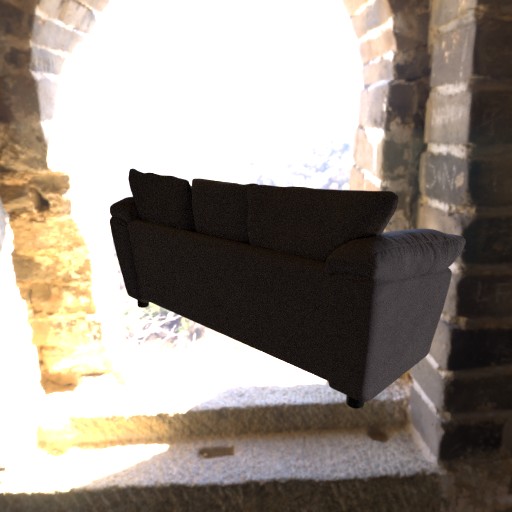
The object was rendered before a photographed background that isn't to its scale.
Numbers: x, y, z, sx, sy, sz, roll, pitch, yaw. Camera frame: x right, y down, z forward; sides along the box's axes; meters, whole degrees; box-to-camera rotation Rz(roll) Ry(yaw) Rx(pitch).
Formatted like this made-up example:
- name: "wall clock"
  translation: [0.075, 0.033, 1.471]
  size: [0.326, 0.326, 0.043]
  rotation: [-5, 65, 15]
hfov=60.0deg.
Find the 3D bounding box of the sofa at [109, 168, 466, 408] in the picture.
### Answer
- name: "sofa"
  translation: [0.000, 0.000, 2.911]
  size: [2.336, 1.073, 0.878]
  rotation: [14, 20, 42]
